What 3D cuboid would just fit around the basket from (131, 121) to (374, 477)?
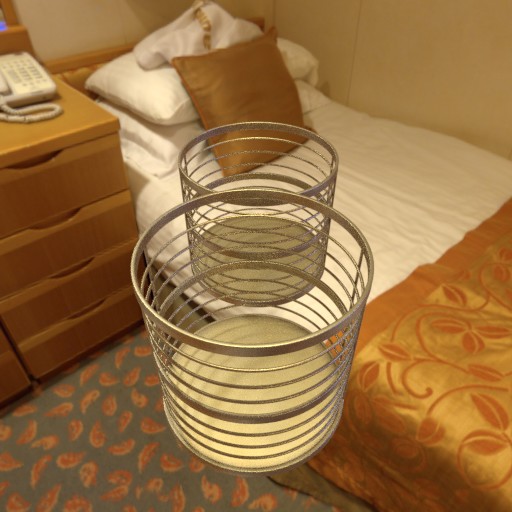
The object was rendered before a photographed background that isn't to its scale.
[{"bbox_3d":[0.000,0.000,0.921,0.356,0.351,0.746,1,40,1],"label":"basket"}]
